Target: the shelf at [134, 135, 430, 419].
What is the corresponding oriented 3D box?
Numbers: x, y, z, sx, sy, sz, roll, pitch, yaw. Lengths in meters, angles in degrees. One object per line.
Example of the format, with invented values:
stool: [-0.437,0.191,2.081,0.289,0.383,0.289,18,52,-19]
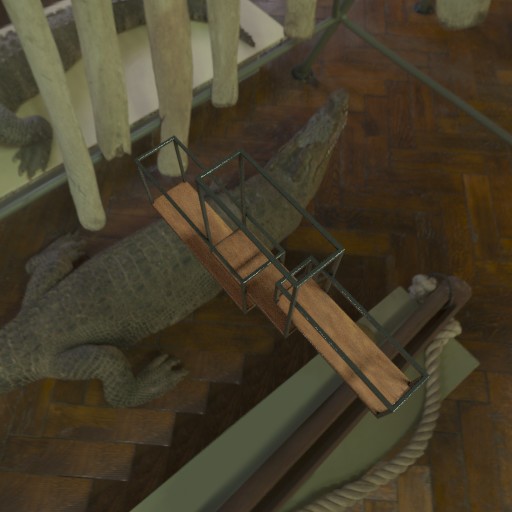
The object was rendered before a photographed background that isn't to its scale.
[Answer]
shelf: [0.000,0.000,2.146,0.275,0.972,1.781,-37,70,-16]
